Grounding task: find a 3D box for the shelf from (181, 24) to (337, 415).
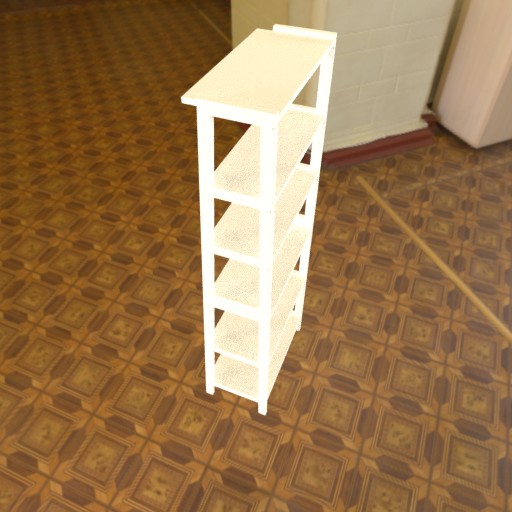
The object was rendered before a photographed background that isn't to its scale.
[{"bbox_3d":[0.000,0.000,2.154,0.381,1.892,0.660,16,48,15],"label":"shelf"}]
